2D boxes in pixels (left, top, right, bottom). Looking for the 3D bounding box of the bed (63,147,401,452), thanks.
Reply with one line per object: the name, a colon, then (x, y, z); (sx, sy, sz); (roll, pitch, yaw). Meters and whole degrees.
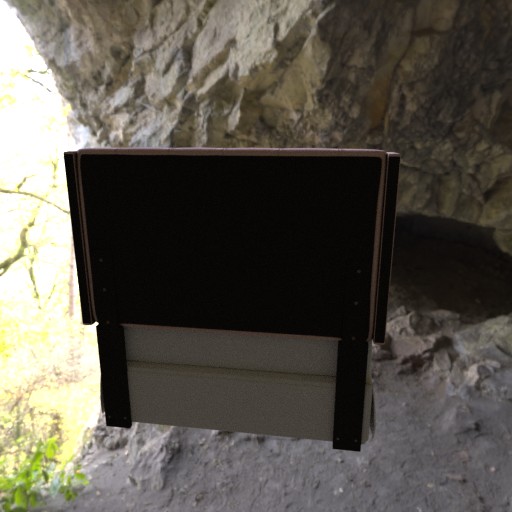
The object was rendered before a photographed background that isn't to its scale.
bed: (0.000, 0.000, 3.371); (1.719, 1.665, 2.066); (2, 16, 8)
